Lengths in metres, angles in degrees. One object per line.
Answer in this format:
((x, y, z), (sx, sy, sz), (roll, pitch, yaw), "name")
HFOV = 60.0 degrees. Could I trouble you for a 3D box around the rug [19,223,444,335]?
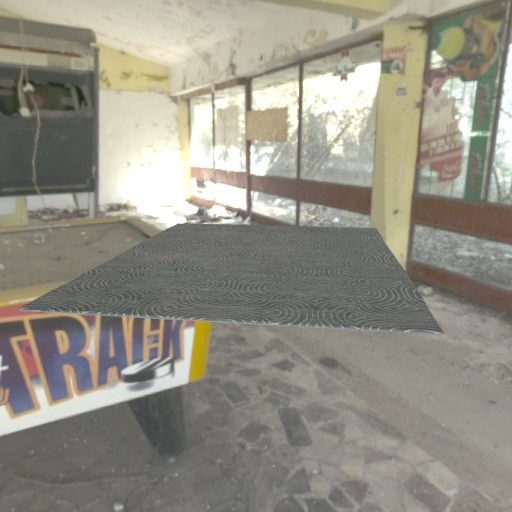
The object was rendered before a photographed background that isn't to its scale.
((0.000, 0.000, 3.950), (2.456, 0.021, 3.042), (2, 14, 8), "rug")
